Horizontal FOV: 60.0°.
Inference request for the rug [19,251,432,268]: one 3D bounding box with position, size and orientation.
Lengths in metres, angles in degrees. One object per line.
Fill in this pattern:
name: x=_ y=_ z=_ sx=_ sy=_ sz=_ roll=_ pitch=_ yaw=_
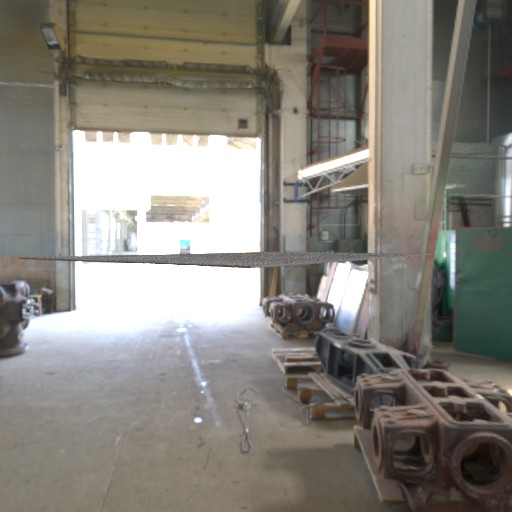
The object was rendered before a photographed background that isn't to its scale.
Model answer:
rug: x=0.000 y=0.000 z=2.857 sx=1.600 sy=0.008 sz=2.235 roll=1 pitch=2 yaw=36
